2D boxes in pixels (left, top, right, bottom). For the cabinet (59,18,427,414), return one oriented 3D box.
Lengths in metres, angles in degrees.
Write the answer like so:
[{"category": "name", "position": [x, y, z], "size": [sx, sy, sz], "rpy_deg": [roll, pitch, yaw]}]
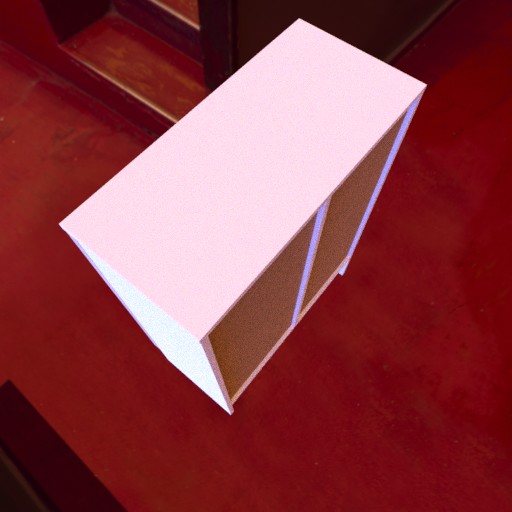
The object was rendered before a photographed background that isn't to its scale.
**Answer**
[{"category": "cabinet", "position": [0.000, 0.000, 1.093], "size": [0.296, 0.815, 0.600], "rpy_deg": [36, 69, 16]}]
